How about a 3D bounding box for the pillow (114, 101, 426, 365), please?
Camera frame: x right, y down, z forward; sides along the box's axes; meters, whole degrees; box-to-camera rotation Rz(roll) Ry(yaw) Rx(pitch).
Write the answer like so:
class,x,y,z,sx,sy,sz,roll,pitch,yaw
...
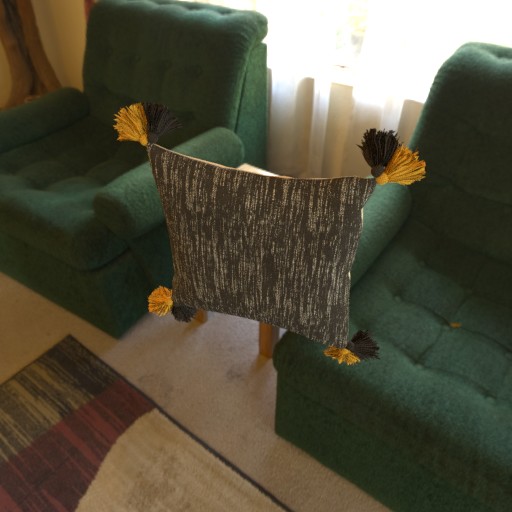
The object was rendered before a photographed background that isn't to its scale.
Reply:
class,x,y,z,sx,sy,sz,roll,pitch,yaw
pillow,0.000,0.000,1.014,0.654,0.659,0.139,12,42,14
